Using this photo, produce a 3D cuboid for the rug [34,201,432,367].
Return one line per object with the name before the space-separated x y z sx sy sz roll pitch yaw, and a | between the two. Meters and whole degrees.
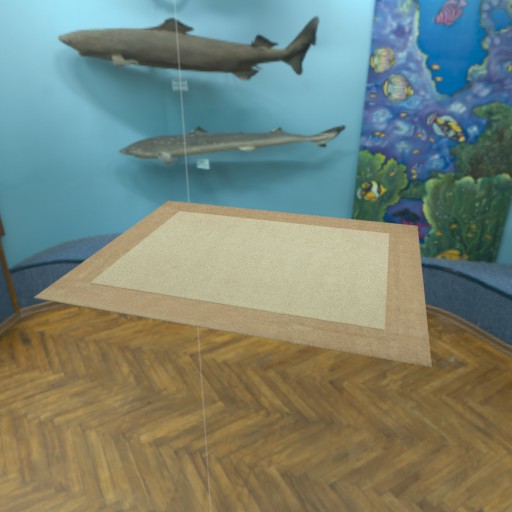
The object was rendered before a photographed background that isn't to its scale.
rug | 0.000 0.000 4.270 3.048 0.014 2.438 7 27 14
